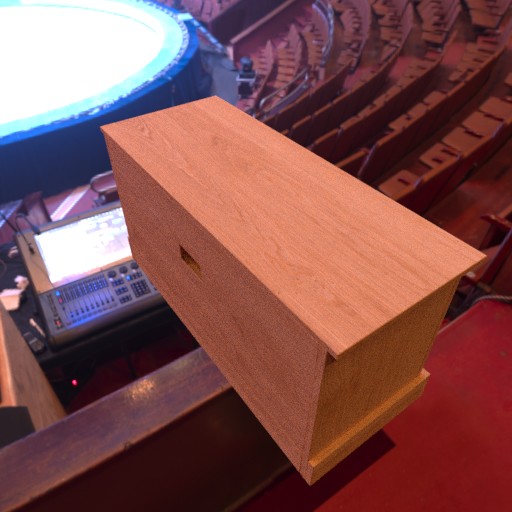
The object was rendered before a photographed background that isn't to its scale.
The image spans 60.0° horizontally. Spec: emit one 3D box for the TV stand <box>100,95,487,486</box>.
[{"bbox_3d":[0.000,0.000,1.352,0.440,0.550,1.080,-26,47,-26],"label":"TV stand"}]
